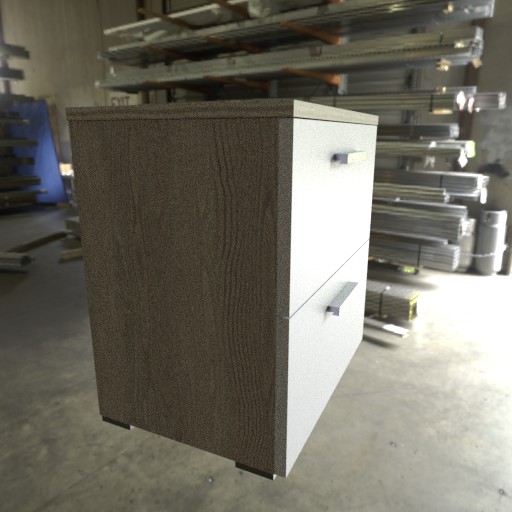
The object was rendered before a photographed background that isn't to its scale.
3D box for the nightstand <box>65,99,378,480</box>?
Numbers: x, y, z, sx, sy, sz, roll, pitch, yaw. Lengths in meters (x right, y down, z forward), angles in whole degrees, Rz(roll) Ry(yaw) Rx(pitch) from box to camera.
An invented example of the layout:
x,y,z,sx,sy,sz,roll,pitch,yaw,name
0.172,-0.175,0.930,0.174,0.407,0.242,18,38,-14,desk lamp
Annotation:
x,y,z,sx,sy,sz,roll,pitch,yaw,name
0.000,0.000,0.747,0.325,0.461,0.442,7,17,24,nightstand
